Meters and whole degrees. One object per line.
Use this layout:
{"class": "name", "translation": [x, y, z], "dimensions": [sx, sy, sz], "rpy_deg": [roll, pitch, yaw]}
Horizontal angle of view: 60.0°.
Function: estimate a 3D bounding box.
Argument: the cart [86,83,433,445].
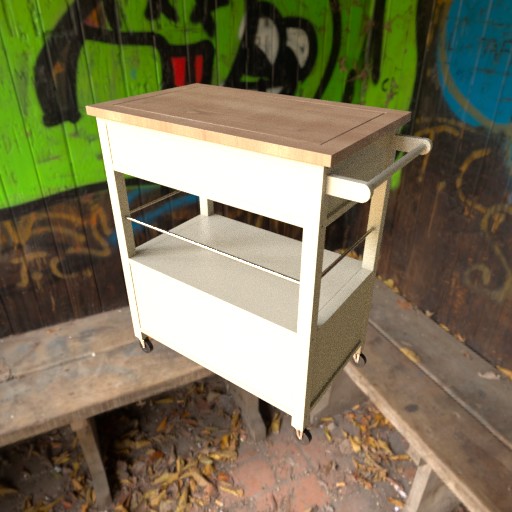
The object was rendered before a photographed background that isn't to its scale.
{"class": "cart", "translation": [0.000, 0.000, 1.411], "dimensions": [0.840, 0.901, 0.459], "rpy_deg": [20, 36, 30]}
